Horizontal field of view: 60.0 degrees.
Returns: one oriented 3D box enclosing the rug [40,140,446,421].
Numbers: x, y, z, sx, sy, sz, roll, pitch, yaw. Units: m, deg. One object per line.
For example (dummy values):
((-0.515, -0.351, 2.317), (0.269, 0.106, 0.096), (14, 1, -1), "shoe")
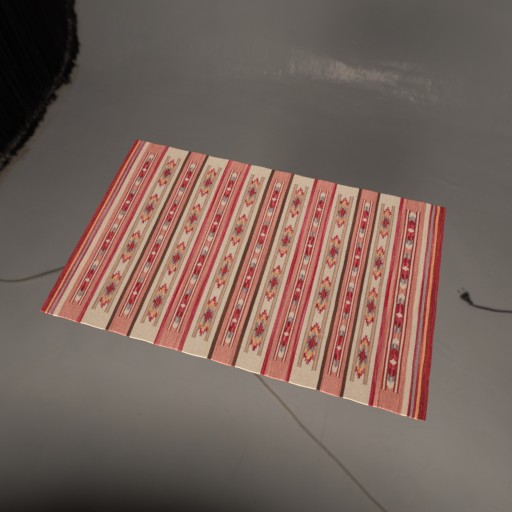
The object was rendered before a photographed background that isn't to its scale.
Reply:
((0.000, 0.000, 3.024), (2.431, 0.010, 1.535), (14, 62, 8), "rug")
